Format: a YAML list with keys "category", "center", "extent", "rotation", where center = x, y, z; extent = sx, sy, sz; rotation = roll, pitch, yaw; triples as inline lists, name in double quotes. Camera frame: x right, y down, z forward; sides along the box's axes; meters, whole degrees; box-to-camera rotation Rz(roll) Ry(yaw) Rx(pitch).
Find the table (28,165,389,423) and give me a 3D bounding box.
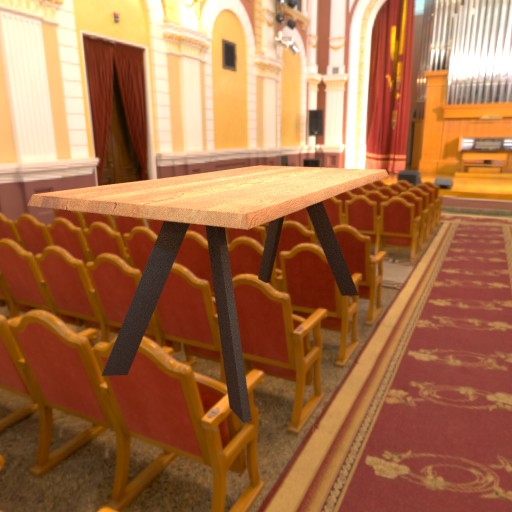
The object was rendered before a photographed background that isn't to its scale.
- category: "table"
  center: [0.000, 0.000, 2.237]
  extent: [0.900, 0.770, 1.800]
  rotation: [8, 17, 27]
